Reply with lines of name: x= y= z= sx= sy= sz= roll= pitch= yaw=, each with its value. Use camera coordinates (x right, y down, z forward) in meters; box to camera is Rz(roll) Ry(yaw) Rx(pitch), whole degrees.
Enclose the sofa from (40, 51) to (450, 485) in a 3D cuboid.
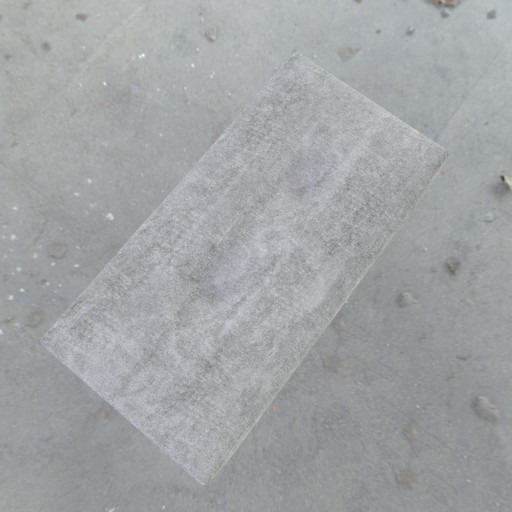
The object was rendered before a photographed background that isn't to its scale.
sofa: x=0.000 y=0.000 z=1.108 sx=0.480 sy=0.330 sz=0.930 roll=37 pitch=79 yaw=9
